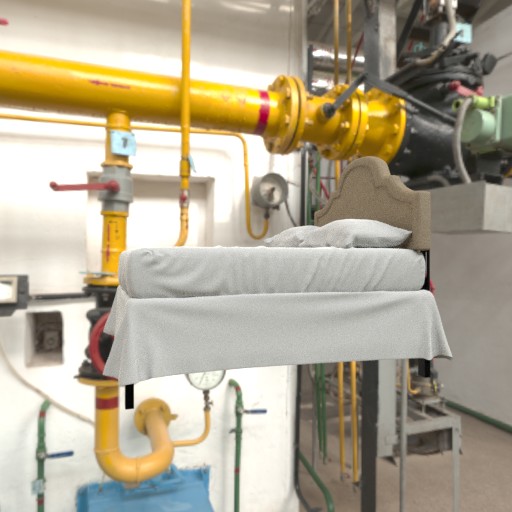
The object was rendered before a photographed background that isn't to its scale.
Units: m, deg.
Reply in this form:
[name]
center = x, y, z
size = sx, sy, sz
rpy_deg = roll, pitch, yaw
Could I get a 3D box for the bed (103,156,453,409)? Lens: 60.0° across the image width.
[bed]
center = 0.000, 0.000, 3.402
size = 2.222, 1.634, 1.780
rpy_deg = 0, 0, -19
